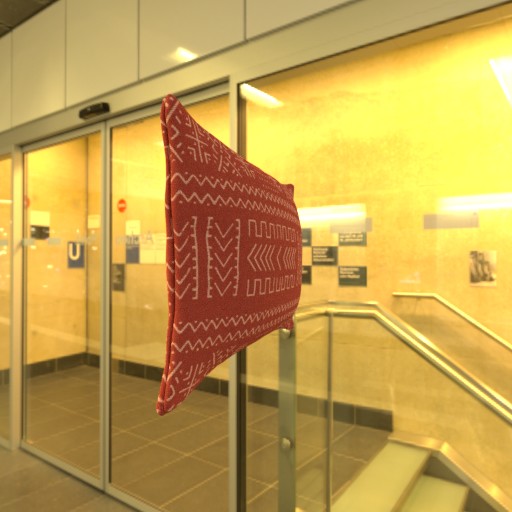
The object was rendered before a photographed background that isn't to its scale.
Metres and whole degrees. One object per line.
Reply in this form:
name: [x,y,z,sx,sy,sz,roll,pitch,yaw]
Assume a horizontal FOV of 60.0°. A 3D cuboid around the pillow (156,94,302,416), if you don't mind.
pillow: [0.000,0.000,0.780,0.130,0.352,0.640,0,-1,17]
